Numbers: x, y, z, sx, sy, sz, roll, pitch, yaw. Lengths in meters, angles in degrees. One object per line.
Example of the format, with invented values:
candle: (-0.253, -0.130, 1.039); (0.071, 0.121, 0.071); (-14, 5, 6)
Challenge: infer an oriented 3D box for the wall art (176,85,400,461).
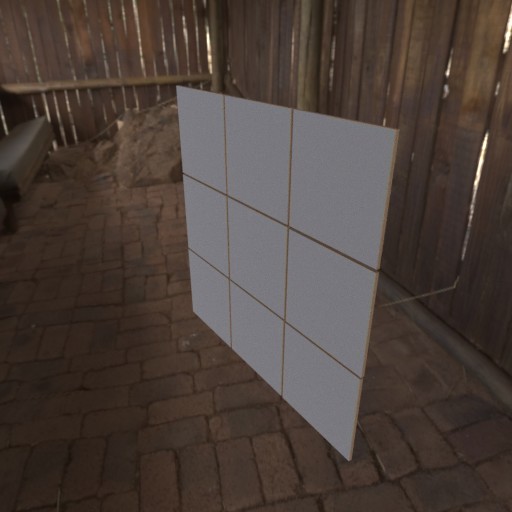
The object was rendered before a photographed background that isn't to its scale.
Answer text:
wall art: (0.000, 0.000, 2.285); (0.017, 1.521, 1.527); (-18, 32, -31)
